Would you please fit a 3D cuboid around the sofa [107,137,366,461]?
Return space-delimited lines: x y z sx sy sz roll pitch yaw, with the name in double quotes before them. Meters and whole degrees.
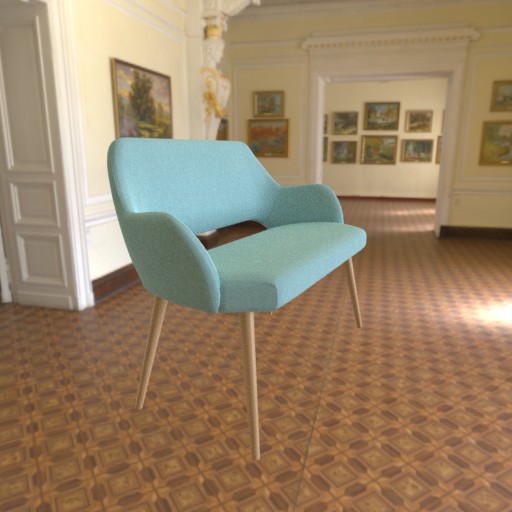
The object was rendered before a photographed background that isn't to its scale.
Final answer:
"sofa" 0.000 0.000 1.642 0.610 0.840 1.150 7 15 27
